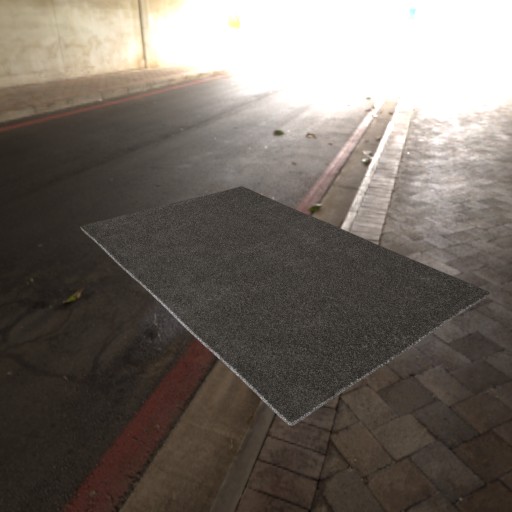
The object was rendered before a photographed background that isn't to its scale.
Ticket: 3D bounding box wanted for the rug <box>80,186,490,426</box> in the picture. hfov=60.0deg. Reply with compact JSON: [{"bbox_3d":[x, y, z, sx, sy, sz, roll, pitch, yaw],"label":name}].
[{"bbox_3d":[0.000,0.000,2.895,1.502,0.025,2.350,-20,33,-33],"label":"rug"}]
